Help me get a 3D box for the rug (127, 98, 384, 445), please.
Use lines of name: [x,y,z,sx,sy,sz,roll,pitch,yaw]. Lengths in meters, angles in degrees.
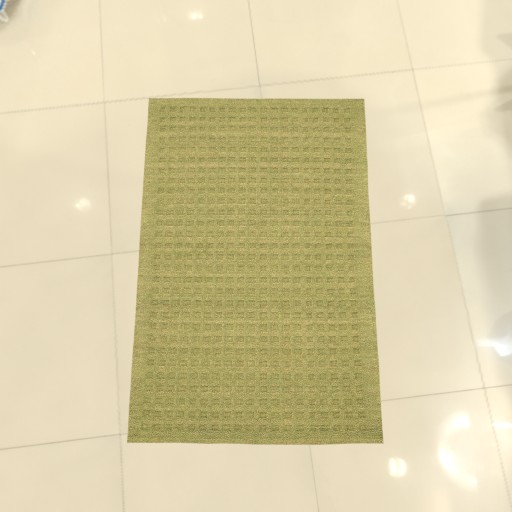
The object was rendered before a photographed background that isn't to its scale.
rug: [0.000,0.000,2.889,1.529,0.007,2.297,0,77,0]
